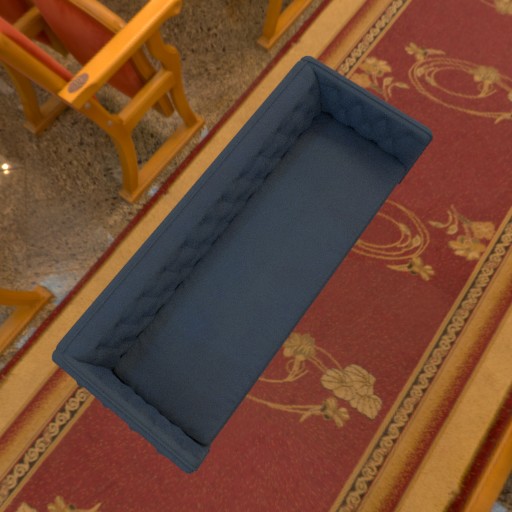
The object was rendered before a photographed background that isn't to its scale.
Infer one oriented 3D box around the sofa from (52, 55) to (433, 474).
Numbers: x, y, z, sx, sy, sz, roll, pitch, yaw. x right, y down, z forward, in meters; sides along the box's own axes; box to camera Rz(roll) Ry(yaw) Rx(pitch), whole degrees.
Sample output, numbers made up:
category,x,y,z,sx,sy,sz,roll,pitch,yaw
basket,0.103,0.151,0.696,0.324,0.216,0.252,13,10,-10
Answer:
category,x,y,z,sx,sy,sz,roll,pitch,yaw
sofa,0.000,0.000,2.635,0.895,0.771,2.209,36,77,9
